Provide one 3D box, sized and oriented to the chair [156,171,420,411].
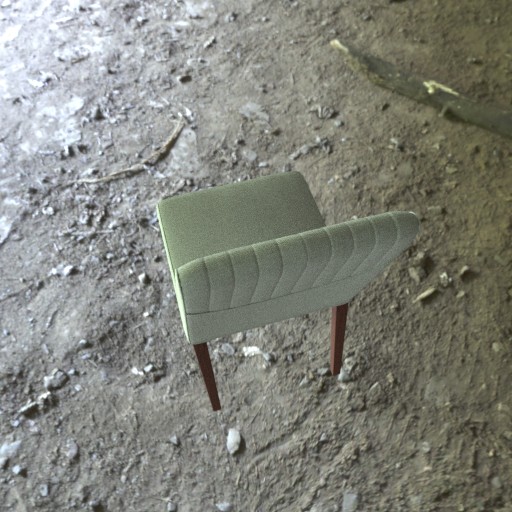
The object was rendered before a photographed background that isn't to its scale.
[{"bbox_3d":[0.000,0.000,1.227,0.480,0.900,0.594,-14,58,-9],"label":"chair"}]
